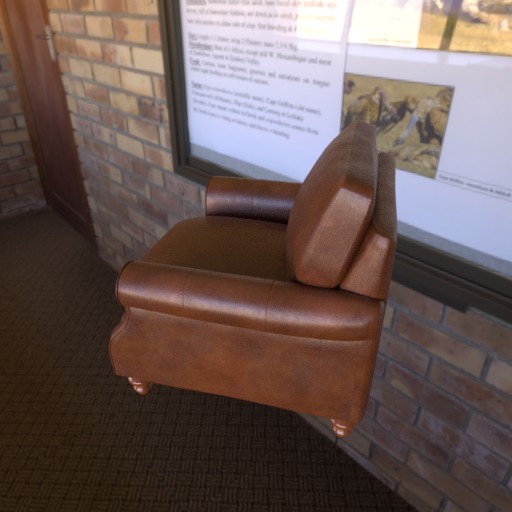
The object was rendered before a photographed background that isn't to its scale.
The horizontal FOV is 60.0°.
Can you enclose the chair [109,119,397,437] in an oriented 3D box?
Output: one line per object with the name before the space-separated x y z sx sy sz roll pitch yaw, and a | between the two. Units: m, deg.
chair | 0.000 0.000 1.769 0.992 0.972 0.989 8 31 13
